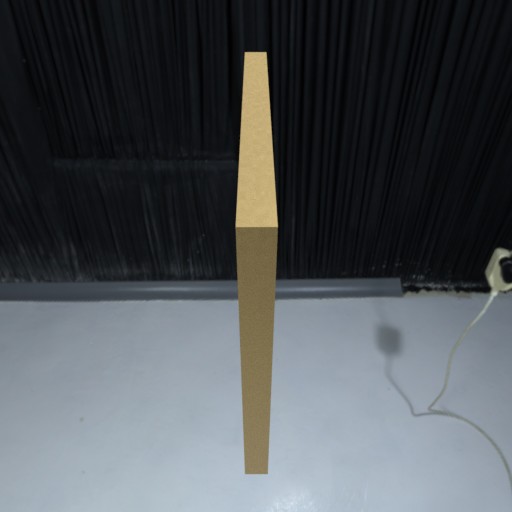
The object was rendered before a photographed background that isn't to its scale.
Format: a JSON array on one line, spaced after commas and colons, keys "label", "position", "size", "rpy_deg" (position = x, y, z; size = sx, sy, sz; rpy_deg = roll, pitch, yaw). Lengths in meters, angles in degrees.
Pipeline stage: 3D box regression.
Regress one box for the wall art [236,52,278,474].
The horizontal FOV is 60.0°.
[{"label": "wall art", "position": [0.000, 0.000, 1.905], "size": [0.095, 1.284, 1.284], "rpy_deg": [0, 41, 0]}]
